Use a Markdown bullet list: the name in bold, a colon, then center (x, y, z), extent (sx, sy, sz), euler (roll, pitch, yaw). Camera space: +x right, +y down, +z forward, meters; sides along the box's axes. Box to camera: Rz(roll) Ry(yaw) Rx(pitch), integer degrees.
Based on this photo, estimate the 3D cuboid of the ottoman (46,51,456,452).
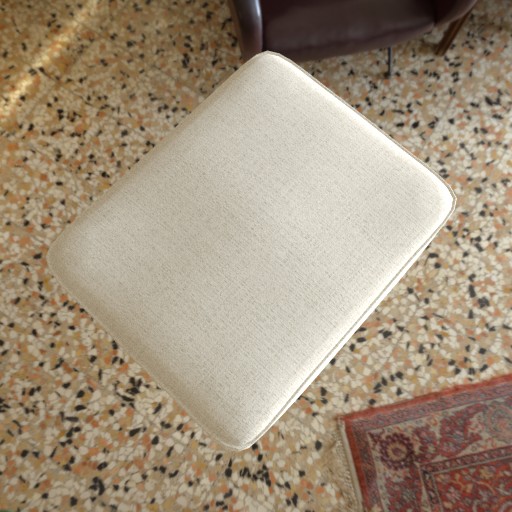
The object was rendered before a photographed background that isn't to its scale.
- **ottoman**: center (0.000, 0.000, 1.114), extent (0.589, 0.537, 0.738), euler (42, 79, 10)
